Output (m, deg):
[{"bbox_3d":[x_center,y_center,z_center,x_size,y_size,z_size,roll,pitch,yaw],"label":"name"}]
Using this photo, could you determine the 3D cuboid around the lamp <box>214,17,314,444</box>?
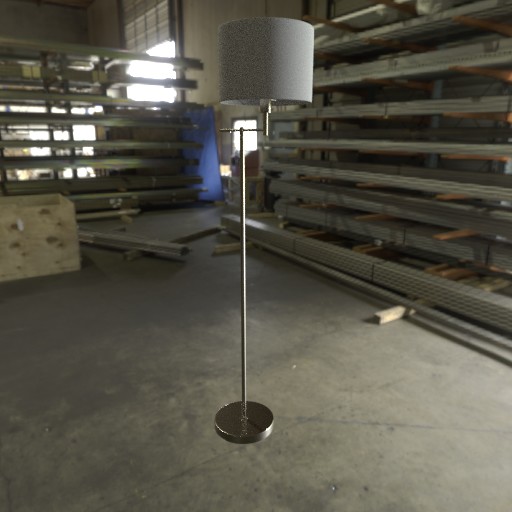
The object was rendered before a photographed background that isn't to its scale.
[{"bbox_3d":[0.000,0.000,1.735,0.416,1.600,0.324,14,20,42],"label":"lamp"}]
